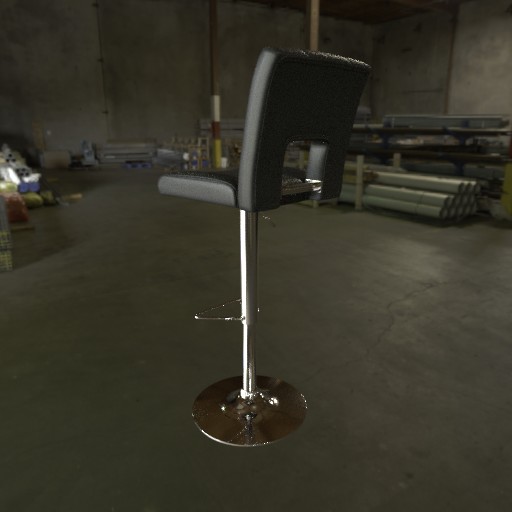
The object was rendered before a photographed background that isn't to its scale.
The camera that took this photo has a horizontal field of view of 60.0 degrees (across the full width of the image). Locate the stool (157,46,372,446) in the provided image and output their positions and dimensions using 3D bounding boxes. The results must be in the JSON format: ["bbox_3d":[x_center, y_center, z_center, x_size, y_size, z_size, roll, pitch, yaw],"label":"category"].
[{"bbox_3d":[0.000,0.000,1.417,0.415,1.151,0.520,-15,22,-42],"label":"stool"}]
